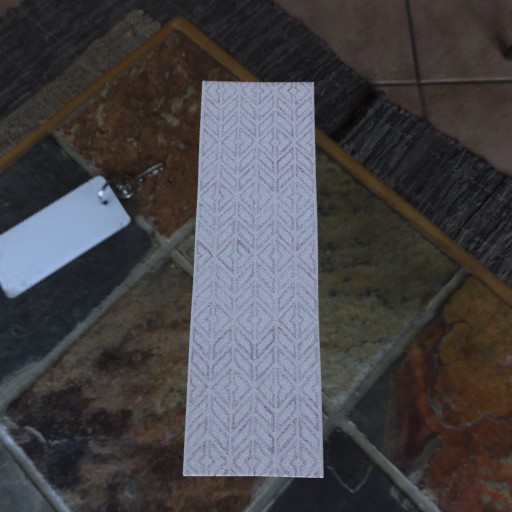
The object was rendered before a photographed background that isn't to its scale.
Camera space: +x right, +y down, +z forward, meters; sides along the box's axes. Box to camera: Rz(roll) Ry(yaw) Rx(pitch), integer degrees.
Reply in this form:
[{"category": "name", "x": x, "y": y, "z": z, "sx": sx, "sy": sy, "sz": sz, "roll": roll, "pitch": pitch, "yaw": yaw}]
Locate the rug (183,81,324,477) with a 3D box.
[{"category": "rug", "x": 0.000, "y": 0.000, "z": 2.676, "sx": 0.750, "sy": 0.009, "sz": 2.435, "roll": 1, "pitch": 75, "yaw": 0}]
